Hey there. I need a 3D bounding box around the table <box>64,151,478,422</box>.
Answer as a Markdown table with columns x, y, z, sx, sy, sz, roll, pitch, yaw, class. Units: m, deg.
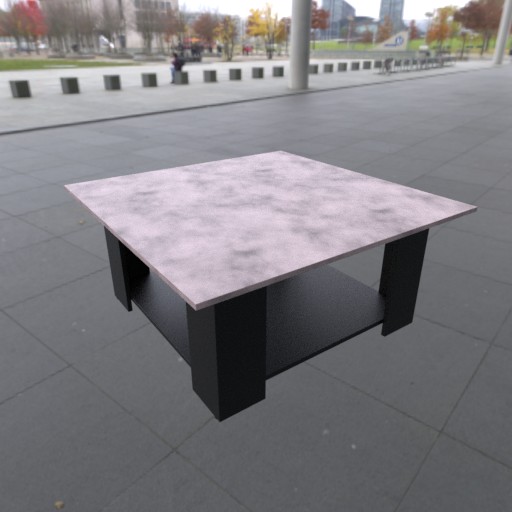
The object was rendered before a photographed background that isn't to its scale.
| x | y | z | sx | sy | sz | roll | pitch | yaw | class |
| --- | --- | --- | --- | --- | --- | --- | --- | --- | --- |
| 0.000 | 0.000 | 1.070 | 0.670 | 0.305 | 0.670 | -17 | 30 | -31 | table |
